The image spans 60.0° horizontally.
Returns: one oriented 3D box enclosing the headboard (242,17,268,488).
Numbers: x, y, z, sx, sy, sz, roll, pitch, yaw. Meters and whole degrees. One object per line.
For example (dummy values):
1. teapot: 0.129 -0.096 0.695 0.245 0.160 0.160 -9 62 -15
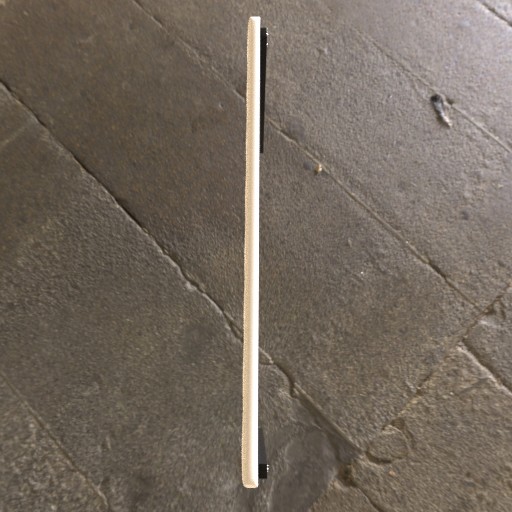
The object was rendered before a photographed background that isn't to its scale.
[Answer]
1. headboard: 0.000 0.000 2.803 0.120 1.410 2.362 0 75 0
